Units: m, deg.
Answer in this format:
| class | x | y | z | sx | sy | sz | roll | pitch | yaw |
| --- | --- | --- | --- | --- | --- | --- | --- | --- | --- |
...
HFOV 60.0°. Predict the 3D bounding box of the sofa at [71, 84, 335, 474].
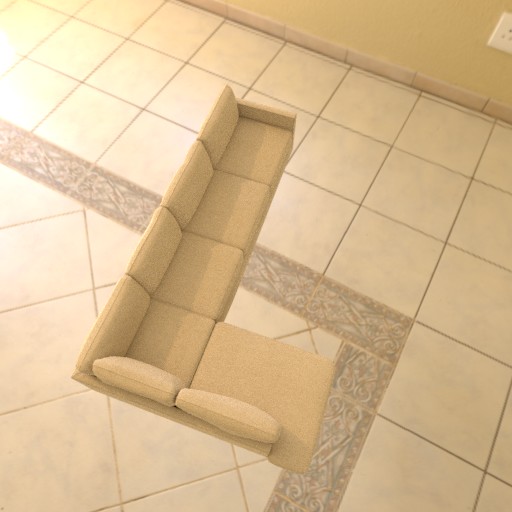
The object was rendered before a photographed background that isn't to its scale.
| class | x | y | z | sx | sy | sz | roll | pitch | yaw |
| --- | --- | --- | --- | --- | --- | --- | --- | --- | --- |
| sofa | 0.000 | 0.000 | 4.345 | 2.048 | 0.996 | 3.384 | 18 | 65 | 8 |
